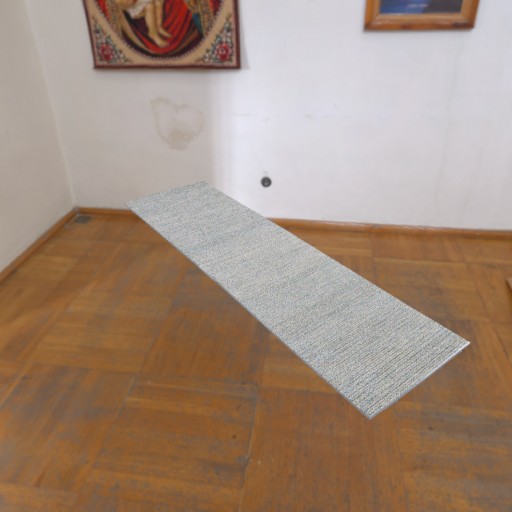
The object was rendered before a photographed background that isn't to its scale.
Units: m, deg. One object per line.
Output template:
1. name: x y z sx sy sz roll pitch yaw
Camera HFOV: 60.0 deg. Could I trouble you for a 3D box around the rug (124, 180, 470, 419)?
1. rug: 0.000 0.000 2.616 0.675 0.037 2.341 -22 38 -30
